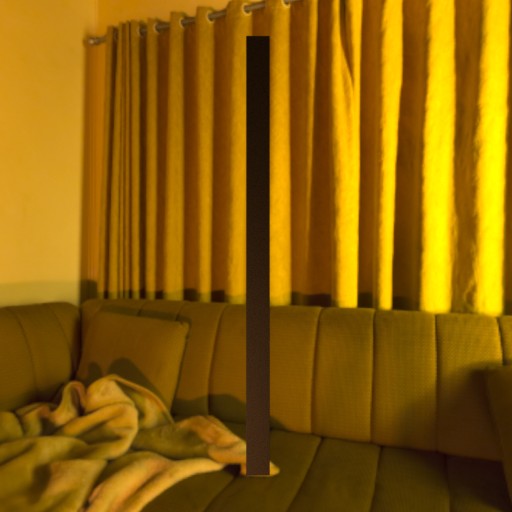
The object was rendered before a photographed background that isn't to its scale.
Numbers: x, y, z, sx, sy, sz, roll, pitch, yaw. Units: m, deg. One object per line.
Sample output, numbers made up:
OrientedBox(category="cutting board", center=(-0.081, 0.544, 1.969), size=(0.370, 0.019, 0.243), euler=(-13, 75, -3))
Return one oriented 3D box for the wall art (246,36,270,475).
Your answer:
OrientedBox(category="wall art", center=(0.000, 0.000, 0.771), size=(0.028, 0.511, 0.513), euler=(0, 0, -1))
